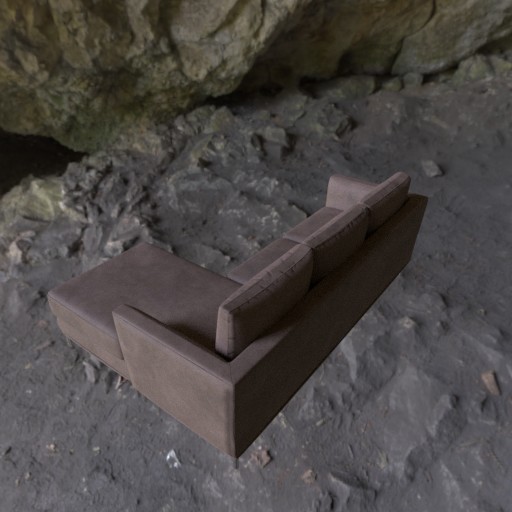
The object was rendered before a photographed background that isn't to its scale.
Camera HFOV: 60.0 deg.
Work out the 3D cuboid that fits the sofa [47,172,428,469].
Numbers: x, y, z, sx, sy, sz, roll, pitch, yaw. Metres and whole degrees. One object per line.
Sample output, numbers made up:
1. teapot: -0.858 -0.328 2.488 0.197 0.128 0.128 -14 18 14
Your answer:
1. sofa: 0.000 0.000 3.256 1.622 0.987 2.438 22 38 31
